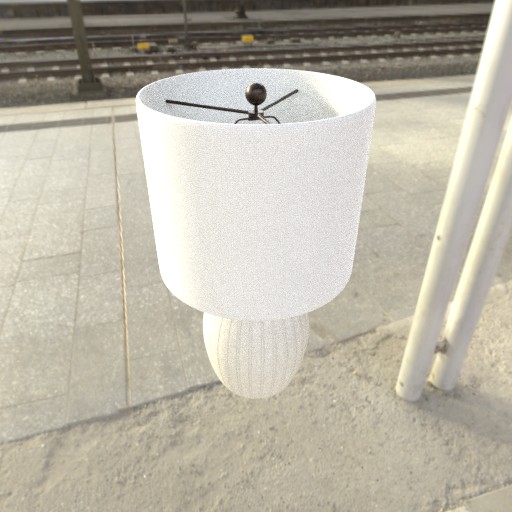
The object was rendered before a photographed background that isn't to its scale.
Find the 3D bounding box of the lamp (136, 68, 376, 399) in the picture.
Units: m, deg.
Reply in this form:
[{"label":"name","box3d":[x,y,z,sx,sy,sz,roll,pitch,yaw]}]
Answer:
[{"label":"lamp","box3d":[0.000,0.000,0.766,0.328,0.570,0.328,0,33,0]}]
